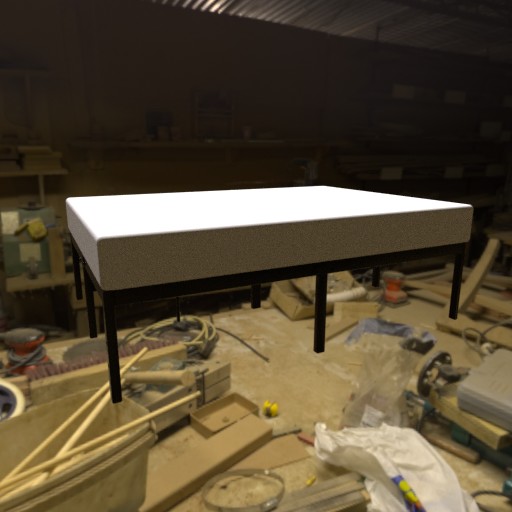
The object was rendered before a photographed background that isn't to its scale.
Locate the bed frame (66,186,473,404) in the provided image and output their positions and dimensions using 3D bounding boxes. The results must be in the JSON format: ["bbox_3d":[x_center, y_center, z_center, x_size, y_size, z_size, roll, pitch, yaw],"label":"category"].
[{"bbox_3d":[0.000,0.000,2.658,1.956,0.659,1.408,-7,15,-26],"label":"bed frame"}]
